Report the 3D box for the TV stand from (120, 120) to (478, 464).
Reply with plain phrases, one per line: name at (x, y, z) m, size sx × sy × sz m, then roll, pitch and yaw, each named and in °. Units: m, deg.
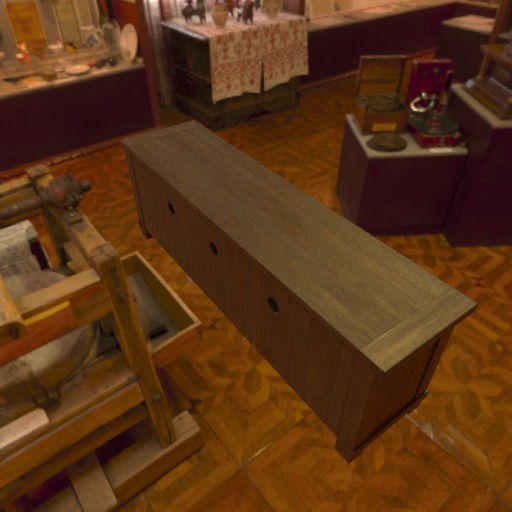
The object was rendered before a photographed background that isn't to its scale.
TV stand at (0.000, 0.000, 2.135) m, size 0.471 × 0.615 × 1.866 m, roll -25°, pitch 46°, yaw -27°
